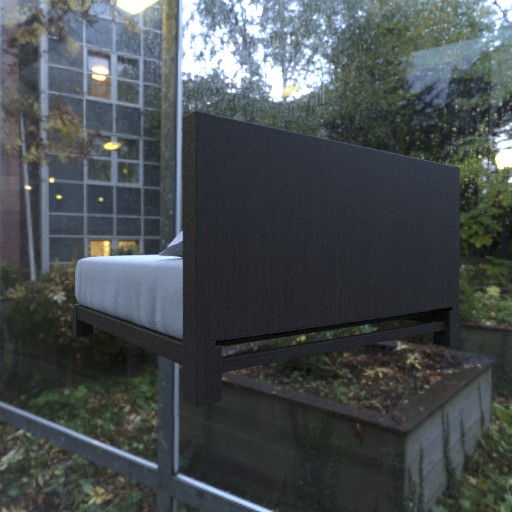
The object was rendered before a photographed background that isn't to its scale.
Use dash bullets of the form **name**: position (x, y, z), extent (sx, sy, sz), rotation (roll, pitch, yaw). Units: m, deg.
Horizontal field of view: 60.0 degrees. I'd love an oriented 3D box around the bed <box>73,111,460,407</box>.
- **bed**: position (0.000, 0.000, 3.340), extent (2.134, 1.270, 2.012), rotation (0, 1, -37)
